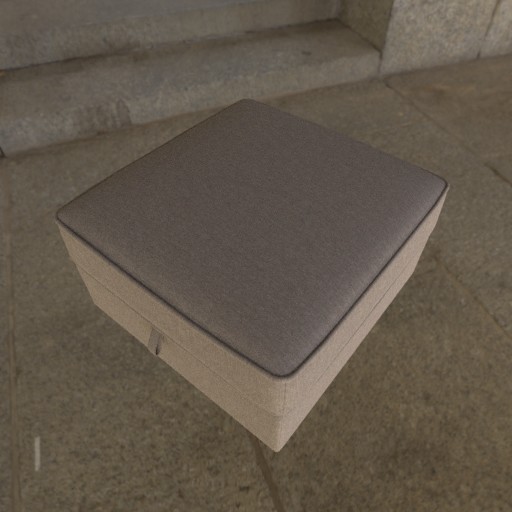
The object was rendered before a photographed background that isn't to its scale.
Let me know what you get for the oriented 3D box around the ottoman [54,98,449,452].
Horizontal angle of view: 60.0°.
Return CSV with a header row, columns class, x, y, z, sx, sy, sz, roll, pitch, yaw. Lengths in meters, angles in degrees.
class,x,y,z,sx,sy,sz,roll,pitch,yaw
ottoman,0.000,0.000,1.389,0.808,0.612,0.871,31,55,25
